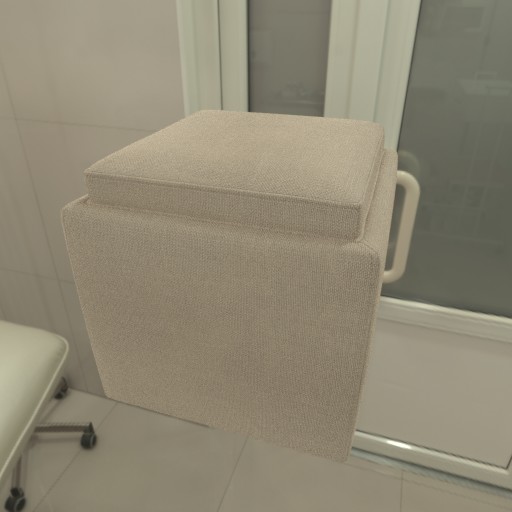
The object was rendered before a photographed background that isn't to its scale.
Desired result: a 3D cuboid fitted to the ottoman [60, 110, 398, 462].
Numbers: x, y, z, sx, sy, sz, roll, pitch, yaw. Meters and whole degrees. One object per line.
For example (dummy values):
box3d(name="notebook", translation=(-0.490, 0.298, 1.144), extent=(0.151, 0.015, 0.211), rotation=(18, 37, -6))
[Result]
box3d(name="ottoman", translation=(0.000, 0.000, 0.810), extent=(0.450, 0.460, 0.451), rotation=(9, 31, 16))
